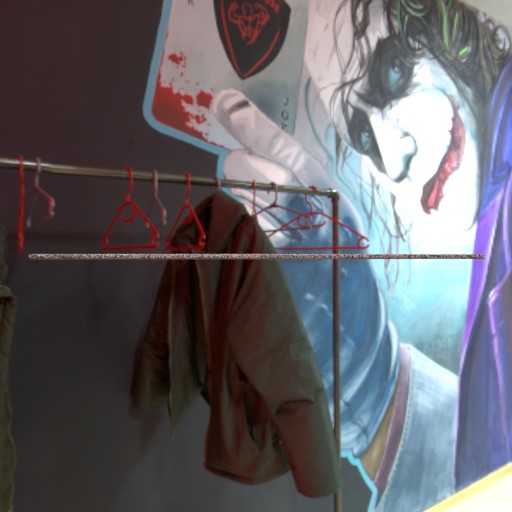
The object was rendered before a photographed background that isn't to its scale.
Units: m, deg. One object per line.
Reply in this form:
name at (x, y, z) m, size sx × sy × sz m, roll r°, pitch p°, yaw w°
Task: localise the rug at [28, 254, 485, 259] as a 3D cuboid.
rug at (0.000, 0.000, 3.529) m, size 2.743 × 0.030 × 1.778 m, roll 0°, pitch 0°, yaw -2°
